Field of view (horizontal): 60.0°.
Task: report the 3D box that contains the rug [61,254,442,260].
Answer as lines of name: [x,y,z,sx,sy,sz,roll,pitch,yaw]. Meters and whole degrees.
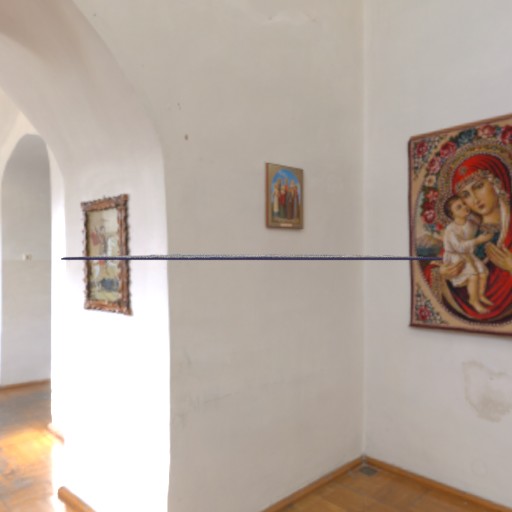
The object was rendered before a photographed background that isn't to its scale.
rug: [0.000,0.000,2.252,1.184,0.012,1.781,0,0,1]
